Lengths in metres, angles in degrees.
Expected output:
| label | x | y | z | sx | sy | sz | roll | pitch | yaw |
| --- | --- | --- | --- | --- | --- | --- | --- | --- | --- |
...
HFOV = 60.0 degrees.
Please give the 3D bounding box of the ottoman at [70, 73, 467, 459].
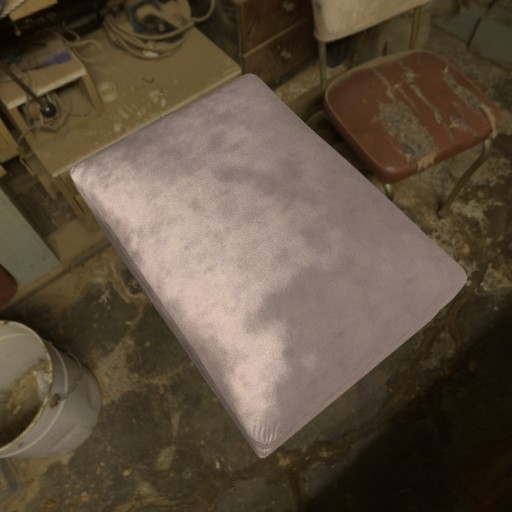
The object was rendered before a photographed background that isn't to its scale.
| label | x | y | z | sx | sy | sz | roll | pitch | yaw |
| --- | --- | --- | --- | --- | --- | --- | --- | --- | --- |
| ottoman | 0.000 | 0.000 | 1.054 | 0.520 | 0.456 | 0.719 | -34 | 68 | -16 |
